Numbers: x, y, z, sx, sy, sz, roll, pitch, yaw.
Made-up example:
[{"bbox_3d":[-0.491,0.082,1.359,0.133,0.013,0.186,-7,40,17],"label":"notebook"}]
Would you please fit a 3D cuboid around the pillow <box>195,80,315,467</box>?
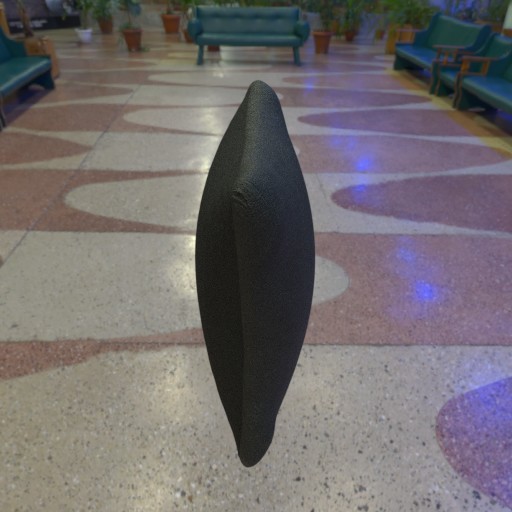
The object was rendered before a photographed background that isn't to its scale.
[{"bbox_3d":[0.000,0.000,0.813,0.210,0.523,0.533,0,34,1],"label":"pillow"}]
